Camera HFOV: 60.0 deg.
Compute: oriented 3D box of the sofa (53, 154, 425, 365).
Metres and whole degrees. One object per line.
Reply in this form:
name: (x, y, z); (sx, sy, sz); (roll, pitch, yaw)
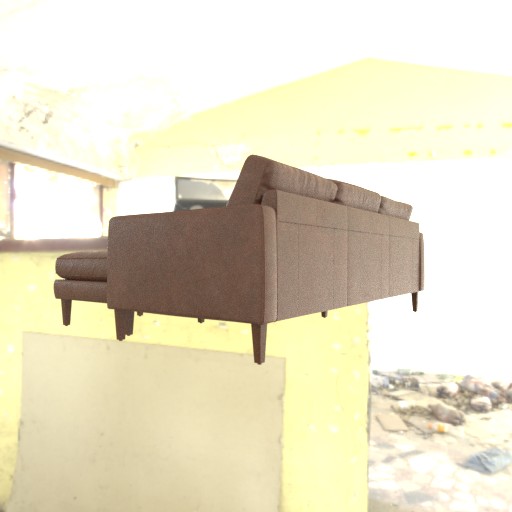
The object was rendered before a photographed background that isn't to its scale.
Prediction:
sofa: (0.000, 0.000, 2.957); (1.613, 0.841, 2.185); (0, 0, 36)
